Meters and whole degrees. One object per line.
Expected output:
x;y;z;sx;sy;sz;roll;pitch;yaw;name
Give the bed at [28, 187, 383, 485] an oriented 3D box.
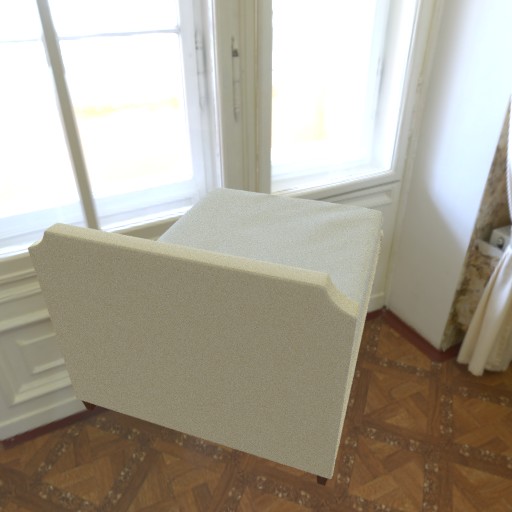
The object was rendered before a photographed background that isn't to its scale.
0.000;0.000;3.281;1.703;1.415;2.329;11;34;16;bed
